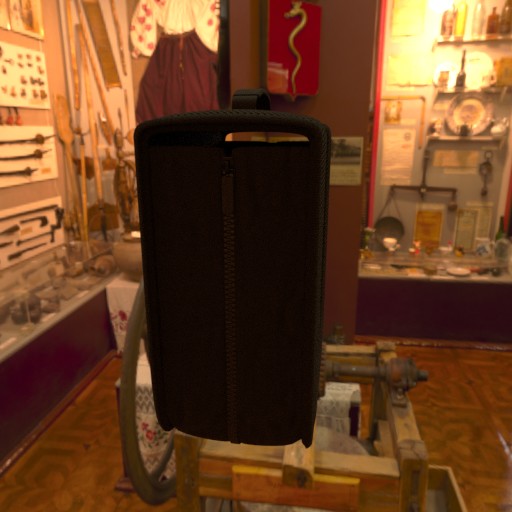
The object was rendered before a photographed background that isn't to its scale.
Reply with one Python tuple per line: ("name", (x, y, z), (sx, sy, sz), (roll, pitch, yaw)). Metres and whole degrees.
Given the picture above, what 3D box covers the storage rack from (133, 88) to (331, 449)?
("storage rack", (0.000, 0.000, 0.548), (0.168, 0.387, 0.297), (3, 16, 10))
